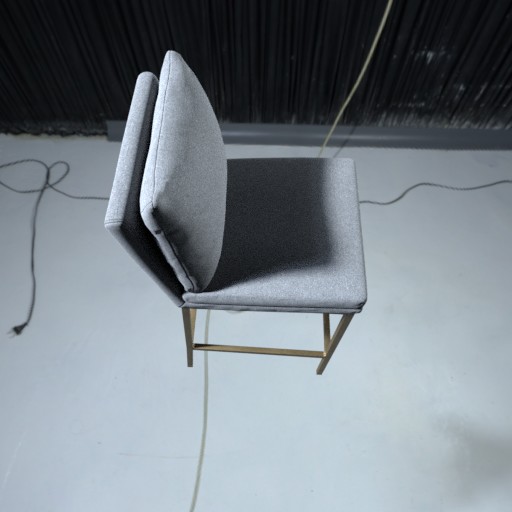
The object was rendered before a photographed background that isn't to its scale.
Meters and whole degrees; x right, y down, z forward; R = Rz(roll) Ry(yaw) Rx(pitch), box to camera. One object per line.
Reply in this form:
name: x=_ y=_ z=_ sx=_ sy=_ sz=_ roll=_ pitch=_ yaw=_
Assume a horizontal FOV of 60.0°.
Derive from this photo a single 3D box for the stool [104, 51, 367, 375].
stool: x=0.000 y=0.000 z=1.369 sx=0.569 sy=1.130 sz=0.463 roll=2 pitch=62 yaw=1
